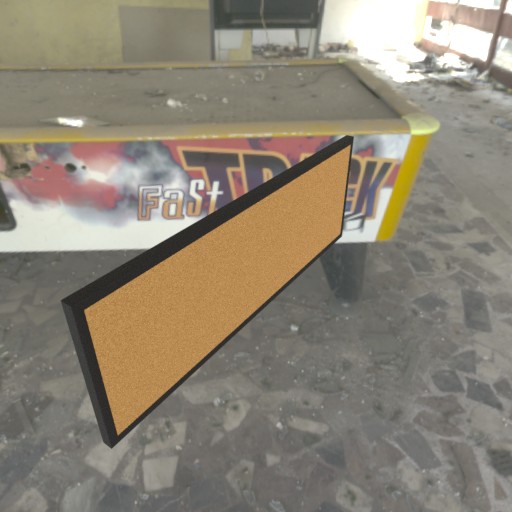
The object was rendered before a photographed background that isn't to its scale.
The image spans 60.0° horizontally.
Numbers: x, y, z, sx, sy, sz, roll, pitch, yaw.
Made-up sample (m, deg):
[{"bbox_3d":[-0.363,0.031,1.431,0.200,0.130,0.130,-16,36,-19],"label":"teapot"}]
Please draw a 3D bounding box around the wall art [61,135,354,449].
[{"bbox_3d":[0.000,0.000,1.745,0.041,0.554,1.572,21,38,29],"label":"wall art"}]
